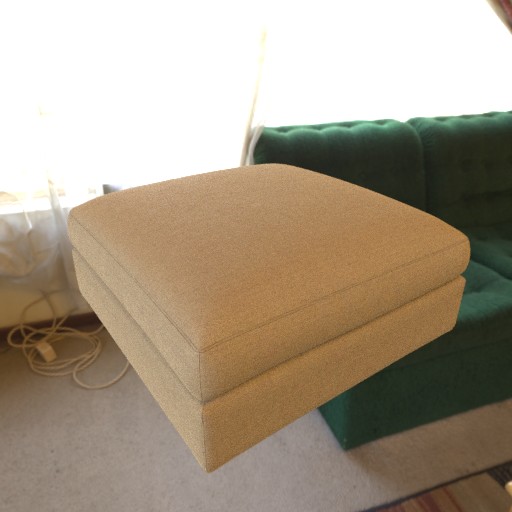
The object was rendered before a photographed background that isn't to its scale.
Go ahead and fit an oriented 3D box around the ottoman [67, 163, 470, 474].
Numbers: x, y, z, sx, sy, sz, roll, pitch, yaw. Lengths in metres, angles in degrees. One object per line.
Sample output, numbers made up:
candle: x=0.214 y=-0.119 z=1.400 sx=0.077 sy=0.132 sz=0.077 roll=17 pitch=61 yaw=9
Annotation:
ottoman: x=0.000 y=0.000 z=1.579 sx=1.041 sy=0.470 sz=1.041 roll=-18 pitch=32 yaw=-31
